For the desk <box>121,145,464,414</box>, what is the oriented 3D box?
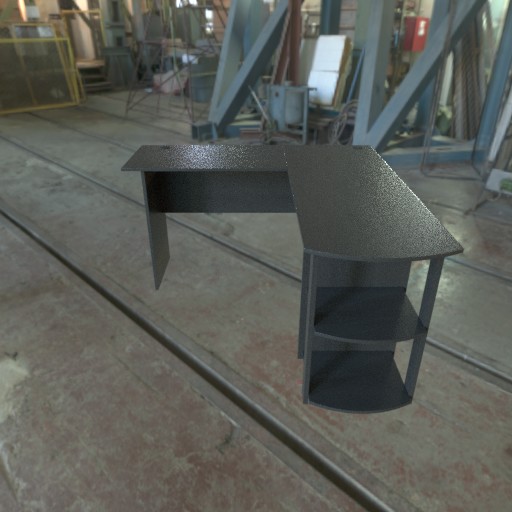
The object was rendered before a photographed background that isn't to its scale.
[{"bbox_3d":[0.000,0.000,2.099,1.303,0.716,1.361,0,28,0],"label":"desk"}]
